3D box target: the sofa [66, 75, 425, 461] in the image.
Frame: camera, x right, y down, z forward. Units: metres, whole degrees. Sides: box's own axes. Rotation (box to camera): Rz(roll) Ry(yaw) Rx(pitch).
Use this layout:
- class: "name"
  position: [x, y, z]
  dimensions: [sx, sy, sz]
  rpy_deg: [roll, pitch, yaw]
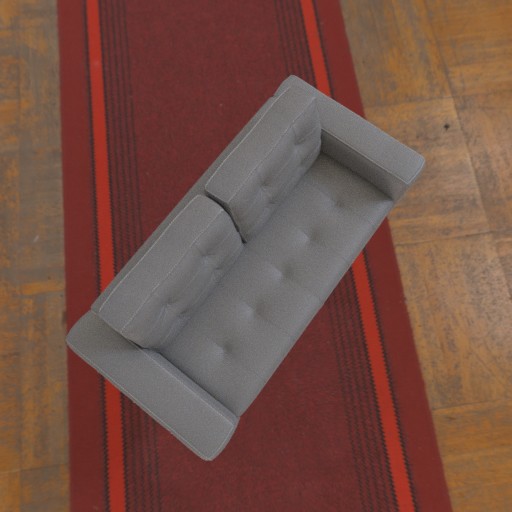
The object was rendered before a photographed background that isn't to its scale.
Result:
- class: "sofa"
  position: [0.000, 0.000, 2.204]
  dimensions: [0.833, 0.892, 1.726]
  rpy_deg: [36, 78, 9]
